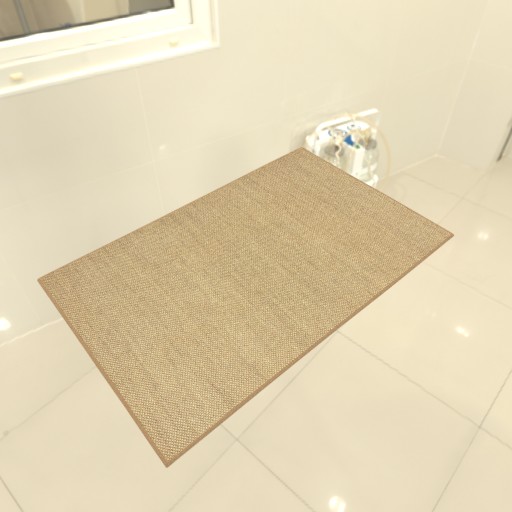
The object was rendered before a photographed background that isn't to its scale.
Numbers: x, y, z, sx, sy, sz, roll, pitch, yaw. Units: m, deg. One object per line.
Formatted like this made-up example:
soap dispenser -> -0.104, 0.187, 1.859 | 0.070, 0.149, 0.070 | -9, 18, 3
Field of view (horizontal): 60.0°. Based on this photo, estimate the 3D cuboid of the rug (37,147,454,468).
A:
rug -> 0.000, 0.000, 2.071 | 1.668, 0.012, 1.061 | -32, 53, -27
